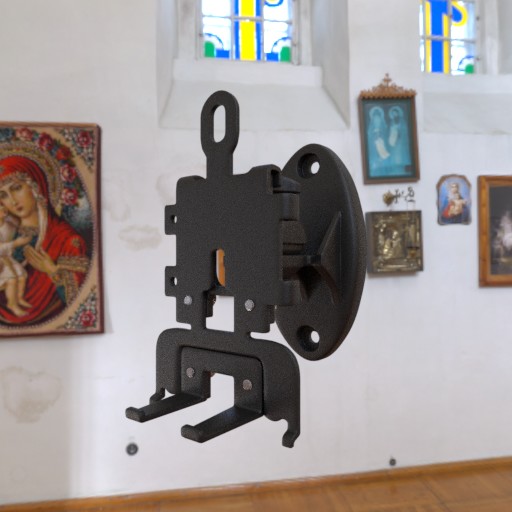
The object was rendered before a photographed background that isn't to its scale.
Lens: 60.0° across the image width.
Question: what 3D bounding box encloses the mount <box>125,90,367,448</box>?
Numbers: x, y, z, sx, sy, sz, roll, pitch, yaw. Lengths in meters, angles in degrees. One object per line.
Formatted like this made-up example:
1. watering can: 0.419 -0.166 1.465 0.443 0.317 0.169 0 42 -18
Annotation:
1. mount: 0.000 0.000 0.177 0.066 0.118 0.100 0 0 36
